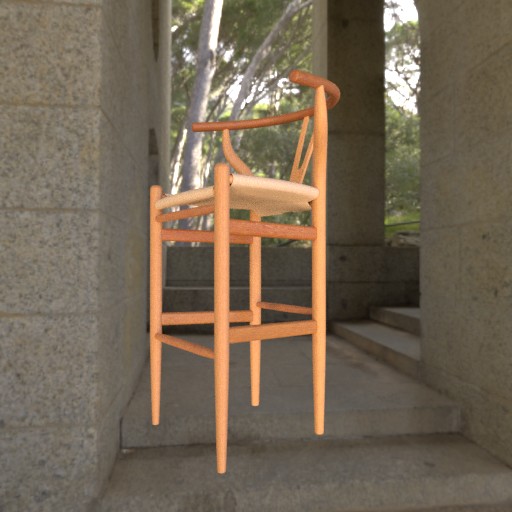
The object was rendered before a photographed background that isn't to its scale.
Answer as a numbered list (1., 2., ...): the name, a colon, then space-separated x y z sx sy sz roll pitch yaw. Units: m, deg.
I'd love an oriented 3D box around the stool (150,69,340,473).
1. stool: 0.000 0.000 1.404 0.561 1.068 0.574 1 -1 -36
